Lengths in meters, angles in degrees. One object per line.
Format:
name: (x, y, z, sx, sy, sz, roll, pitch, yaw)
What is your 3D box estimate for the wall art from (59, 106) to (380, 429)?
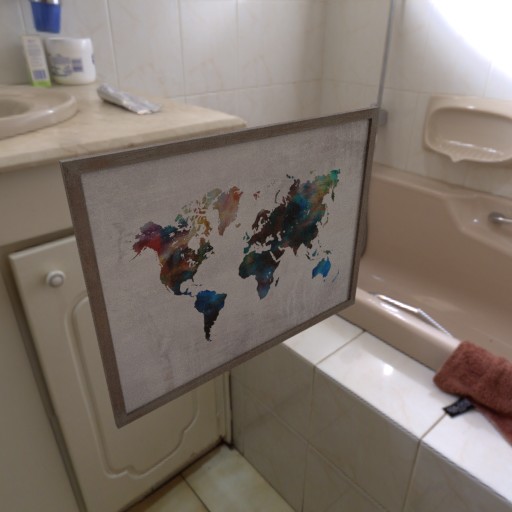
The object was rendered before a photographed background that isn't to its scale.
wall art: (0.000, 0.000, 1.360, 1.012, 0.774, 0.019, -21, 34, -33)
